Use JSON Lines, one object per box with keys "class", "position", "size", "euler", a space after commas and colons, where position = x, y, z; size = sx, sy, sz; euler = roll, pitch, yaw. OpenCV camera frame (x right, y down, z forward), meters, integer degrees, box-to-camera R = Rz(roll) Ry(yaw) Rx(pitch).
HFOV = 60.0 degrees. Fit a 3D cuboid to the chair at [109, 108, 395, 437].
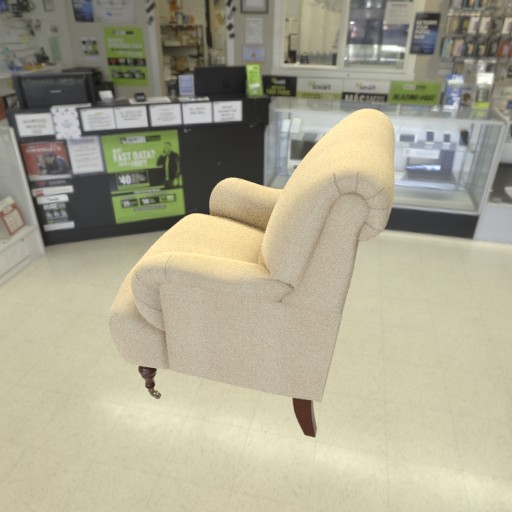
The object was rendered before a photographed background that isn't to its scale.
{"class": "chair", "position": [0.000, 0.000, 1.579], "size": [0.842, 0.944, 0.766], "euler": [8, 31, 13]}
